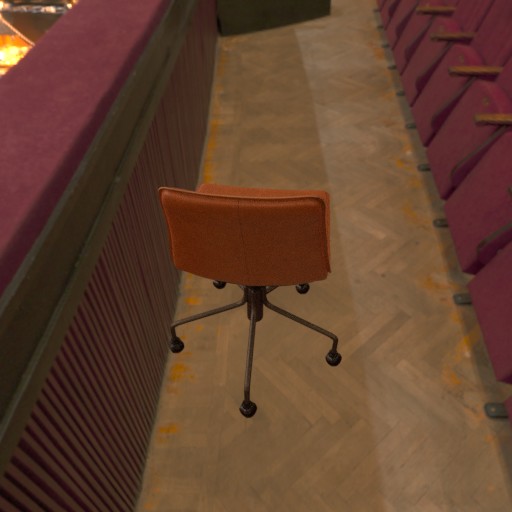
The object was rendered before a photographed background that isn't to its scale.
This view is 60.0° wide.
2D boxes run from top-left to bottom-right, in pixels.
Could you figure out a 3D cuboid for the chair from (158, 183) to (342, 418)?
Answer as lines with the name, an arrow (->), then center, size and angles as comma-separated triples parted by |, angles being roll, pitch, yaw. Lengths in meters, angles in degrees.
chair -> 0.000, 0.000, 1.404 | 0.651, 0.920, 0.660 | 4, 45, 4
